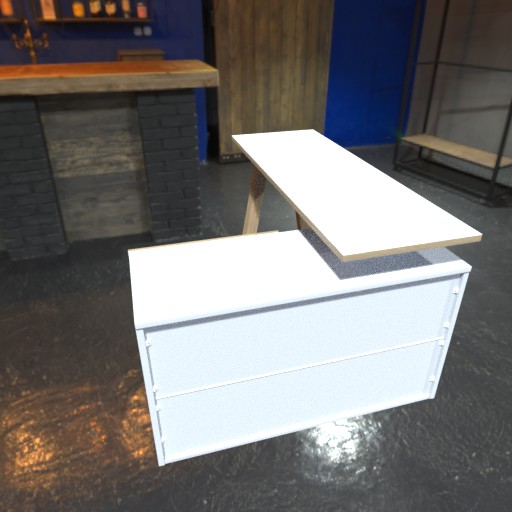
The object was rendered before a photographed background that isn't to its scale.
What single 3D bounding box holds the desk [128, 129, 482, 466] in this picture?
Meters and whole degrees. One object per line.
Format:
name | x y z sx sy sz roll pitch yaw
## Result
desk | 0.000 0.000 2.053 1.098 0.755 1.404 -8 31 -14
